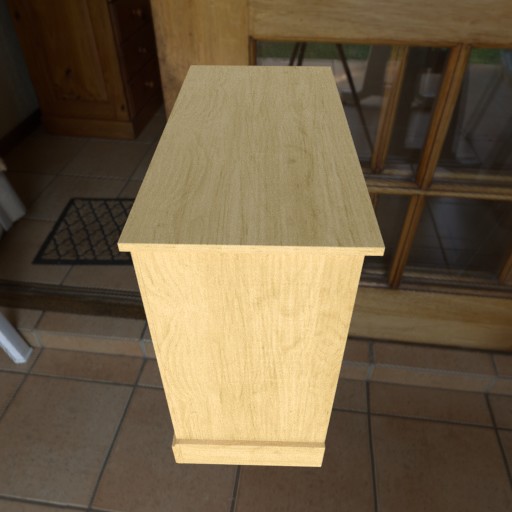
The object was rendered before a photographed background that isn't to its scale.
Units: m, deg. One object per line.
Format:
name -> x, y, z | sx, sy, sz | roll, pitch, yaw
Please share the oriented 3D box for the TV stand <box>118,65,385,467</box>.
TV stand -> 0.000, 0.000, 1.282 | 0.430, 0.787, 0.851 | 1, 41, 1
